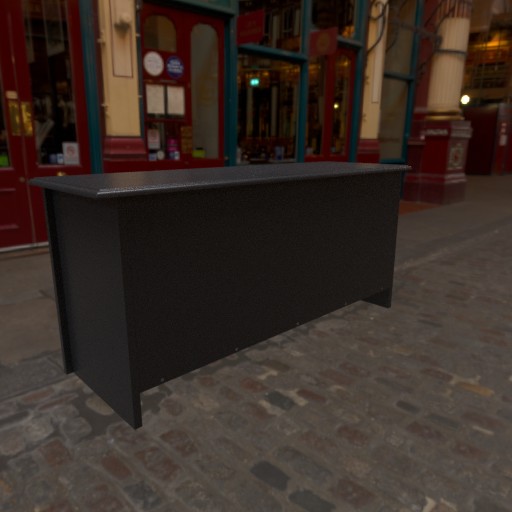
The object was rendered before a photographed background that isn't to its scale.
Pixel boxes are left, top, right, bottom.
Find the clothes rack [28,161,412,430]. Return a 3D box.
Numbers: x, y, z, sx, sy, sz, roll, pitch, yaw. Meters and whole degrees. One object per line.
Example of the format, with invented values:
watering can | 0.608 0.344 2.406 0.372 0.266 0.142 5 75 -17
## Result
clothes rack | 0.000 0.000 1.460 1.219 0.556 0.406 -14 20 -42
